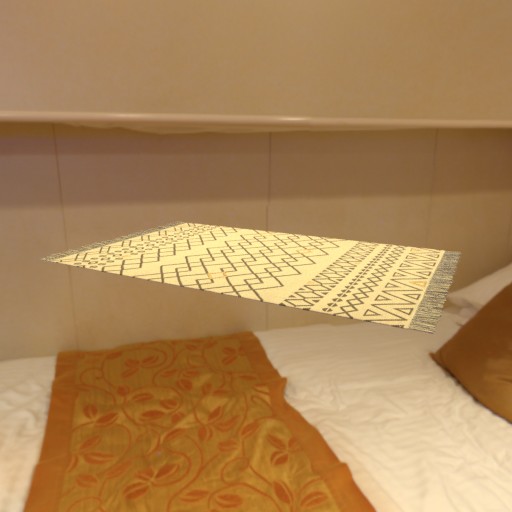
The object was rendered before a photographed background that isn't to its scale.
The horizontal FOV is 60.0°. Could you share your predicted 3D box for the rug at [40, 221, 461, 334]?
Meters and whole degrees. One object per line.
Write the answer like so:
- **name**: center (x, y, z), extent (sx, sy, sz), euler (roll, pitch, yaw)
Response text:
- **rug**: center (0.000, 0.000, 3.010), extent (2.472, 0.035, 1.495), euler (8, 17, 27)
